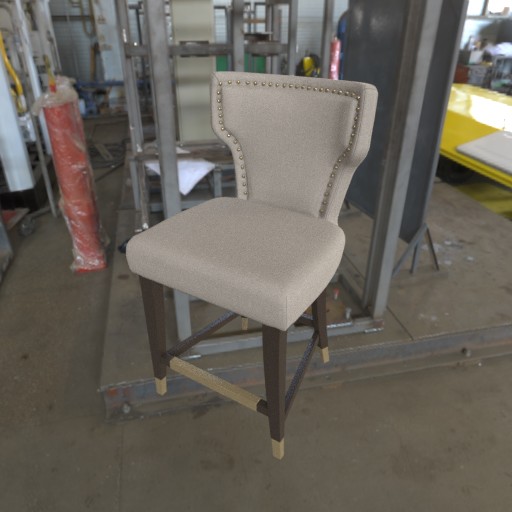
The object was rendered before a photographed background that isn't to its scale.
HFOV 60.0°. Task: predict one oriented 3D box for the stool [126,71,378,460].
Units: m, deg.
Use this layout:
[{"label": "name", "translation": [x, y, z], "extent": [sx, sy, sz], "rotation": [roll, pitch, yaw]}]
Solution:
[{"label": "stool", "translation": [0.000, 0.000, 1.349], "extent": [0.527, 0.982, 0.563], "rotation": [17, 34, 28]}]
